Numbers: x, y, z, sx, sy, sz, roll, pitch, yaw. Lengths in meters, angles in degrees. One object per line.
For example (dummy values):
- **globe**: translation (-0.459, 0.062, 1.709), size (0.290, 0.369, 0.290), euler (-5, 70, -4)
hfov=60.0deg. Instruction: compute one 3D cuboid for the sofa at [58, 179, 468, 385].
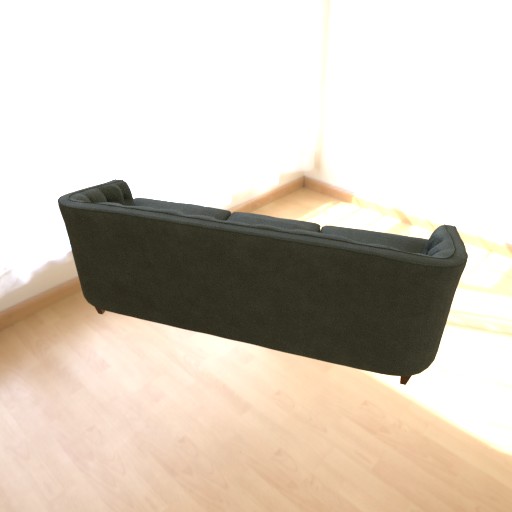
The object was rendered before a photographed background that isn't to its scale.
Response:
- **sofa**: translation (0.000, 0.000, 2.766), size (2.278, 0.855, 0.941), euler (10, 34, 15)
